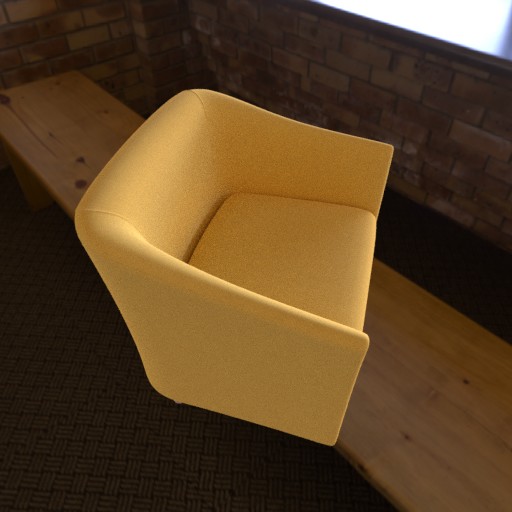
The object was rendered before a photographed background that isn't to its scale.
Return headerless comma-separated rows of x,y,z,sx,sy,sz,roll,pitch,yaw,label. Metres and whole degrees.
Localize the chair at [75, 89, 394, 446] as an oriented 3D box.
0.000,0.000,1.353,0.700,0.720,0.790,12,47,11,chair
